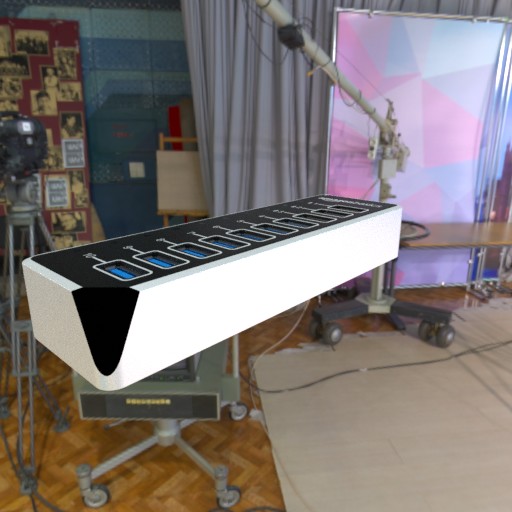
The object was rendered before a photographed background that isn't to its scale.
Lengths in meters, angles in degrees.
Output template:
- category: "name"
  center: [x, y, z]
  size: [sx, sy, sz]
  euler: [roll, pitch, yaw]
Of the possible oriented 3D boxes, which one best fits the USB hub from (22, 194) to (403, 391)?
- category: "USB hub"
  center: [0.000, 0.000, 0.161]
  size: [0.044, 0.023, 0.145]
  euler: [16, 23, 41]
